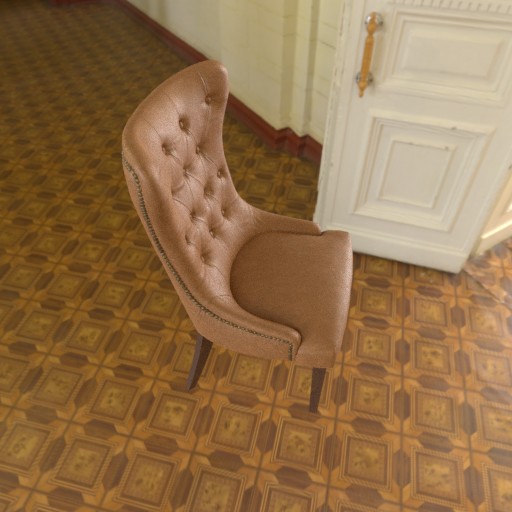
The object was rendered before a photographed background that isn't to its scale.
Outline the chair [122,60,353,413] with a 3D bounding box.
[{"bbox_3d":[0.000,0.000,1.504,0.669,1.065,0.611,9,47,9],"label":"chair"}]
